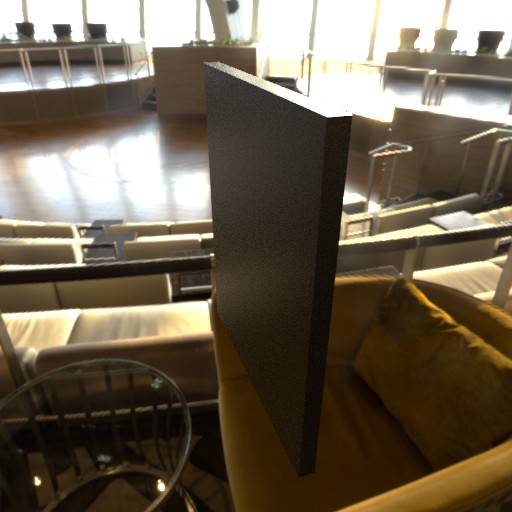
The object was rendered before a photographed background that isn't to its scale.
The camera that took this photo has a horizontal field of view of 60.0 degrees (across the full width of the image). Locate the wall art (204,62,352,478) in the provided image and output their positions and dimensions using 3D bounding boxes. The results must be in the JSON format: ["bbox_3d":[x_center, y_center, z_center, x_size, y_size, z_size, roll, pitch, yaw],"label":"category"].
[{"bbox_3d":[0.000,0.000,0.750,0.028,0.557,0.457,-11,32,-18],"label":"wall art"}]
